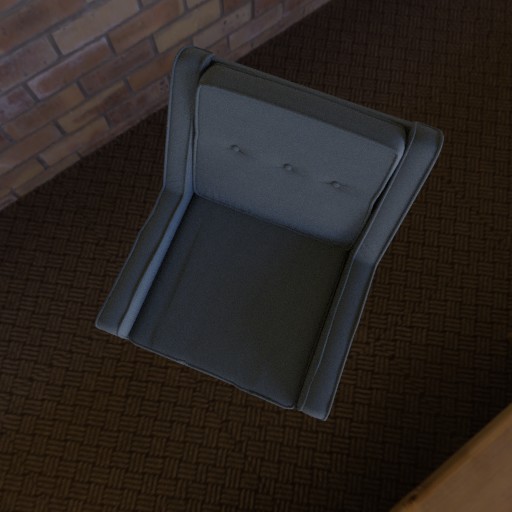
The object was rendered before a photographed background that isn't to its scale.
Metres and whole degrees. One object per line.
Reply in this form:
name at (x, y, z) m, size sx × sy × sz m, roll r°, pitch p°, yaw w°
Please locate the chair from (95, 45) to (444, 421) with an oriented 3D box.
chair at (0.000, 0.000, 1.298) m, size 0.663 × 0.780 × 0.733 m, roll 21°, pitch 77°, yaw 5°
